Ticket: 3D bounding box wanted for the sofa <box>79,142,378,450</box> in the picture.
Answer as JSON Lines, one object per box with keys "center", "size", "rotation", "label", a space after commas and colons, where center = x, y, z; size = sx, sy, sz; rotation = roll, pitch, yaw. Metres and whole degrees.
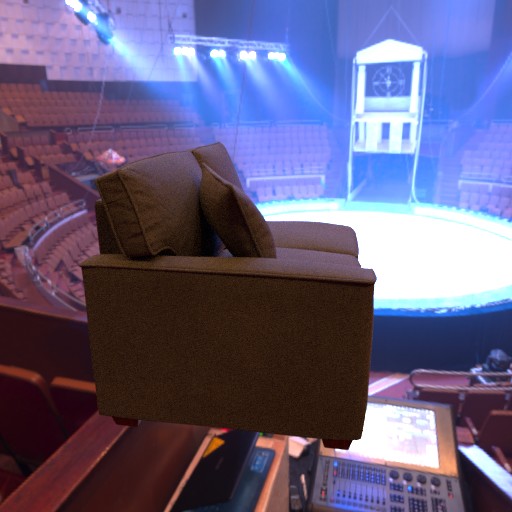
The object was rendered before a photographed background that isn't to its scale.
{"center": [0.000, 0.000, 2.085], "size": [0.991, 0.989, 1.388], "rotation": [3, 17, 9], "label": "sofa"}
